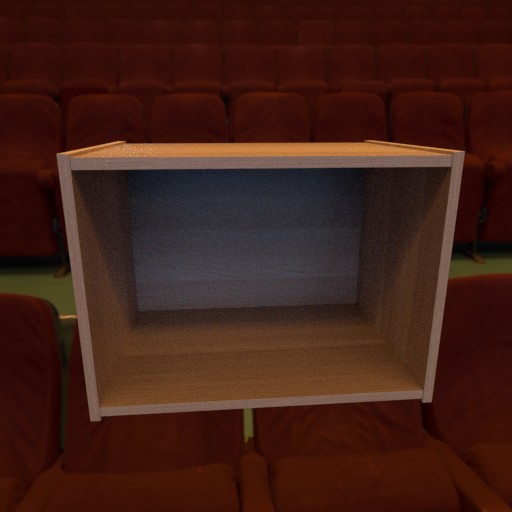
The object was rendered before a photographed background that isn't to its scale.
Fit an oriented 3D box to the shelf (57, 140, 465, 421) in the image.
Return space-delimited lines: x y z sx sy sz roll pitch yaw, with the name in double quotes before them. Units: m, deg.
"shelf" 0.000 0.000 0.629 0.415 0.305 0.290 -1 17 -5
